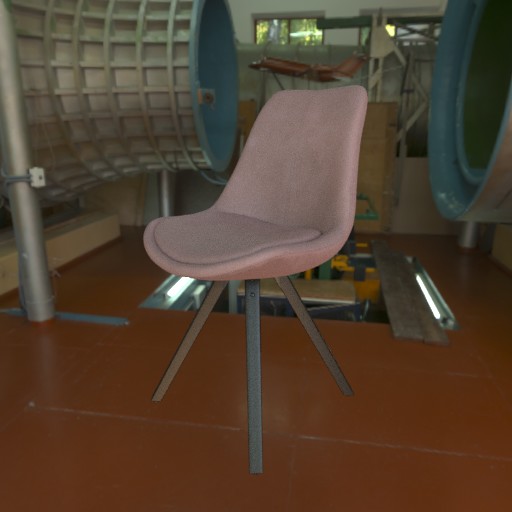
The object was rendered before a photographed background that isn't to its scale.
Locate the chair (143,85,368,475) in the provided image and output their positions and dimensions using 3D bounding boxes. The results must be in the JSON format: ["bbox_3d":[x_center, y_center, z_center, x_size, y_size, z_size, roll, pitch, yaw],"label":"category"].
[{"bbox_3d":[0.000,0.000,1.180,0.483,0.865,0.547,15,22,41],"label":"chair"}]
